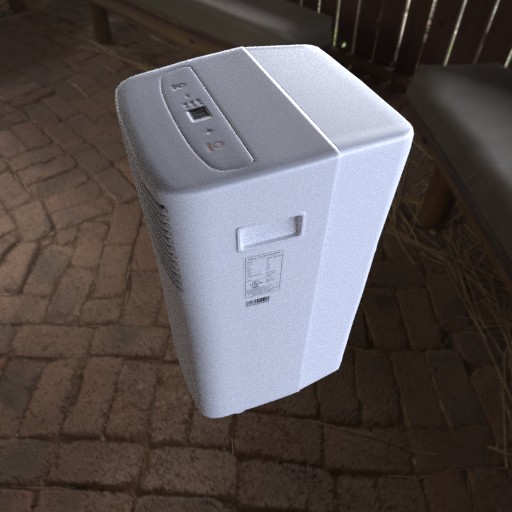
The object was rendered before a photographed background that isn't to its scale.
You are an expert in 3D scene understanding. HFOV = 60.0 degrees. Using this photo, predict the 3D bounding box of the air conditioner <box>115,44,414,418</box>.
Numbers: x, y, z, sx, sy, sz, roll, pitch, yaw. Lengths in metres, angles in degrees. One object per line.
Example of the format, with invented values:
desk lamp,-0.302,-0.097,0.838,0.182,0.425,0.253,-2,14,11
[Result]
air conditioner,0.000,0.000,0.789,0.349,0.606,0.304,-17,50,-15
